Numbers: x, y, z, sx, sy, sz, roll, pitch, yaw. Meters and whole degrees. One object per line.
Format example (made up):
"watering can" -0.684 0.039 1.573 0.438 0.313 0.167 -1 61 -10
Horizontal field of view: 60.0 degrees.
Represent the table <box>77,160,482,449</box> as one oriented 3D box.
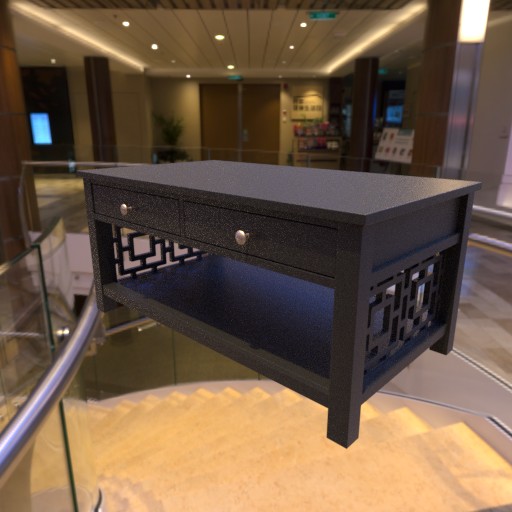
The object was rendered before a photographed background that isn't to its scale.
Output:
"table" 0.000 0.000 1.379 1.068 0.493 0.612 15 22 41
